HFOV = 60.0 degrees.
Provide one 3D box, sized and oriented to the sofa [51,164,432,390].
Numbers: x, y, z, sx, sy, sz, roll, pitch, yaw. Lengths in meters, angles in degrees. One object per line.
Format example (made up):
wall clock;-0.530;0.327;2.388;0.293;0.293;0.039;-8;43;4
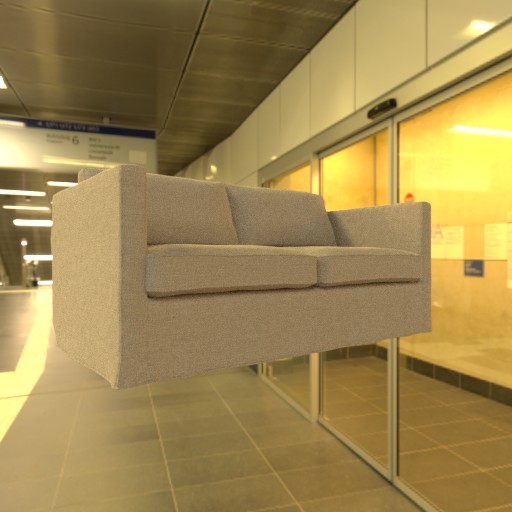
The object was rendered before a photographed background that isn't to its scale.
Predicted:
sofa;0.000;0.000;2.254;1.766;0.828;0.956;0;0;-37
